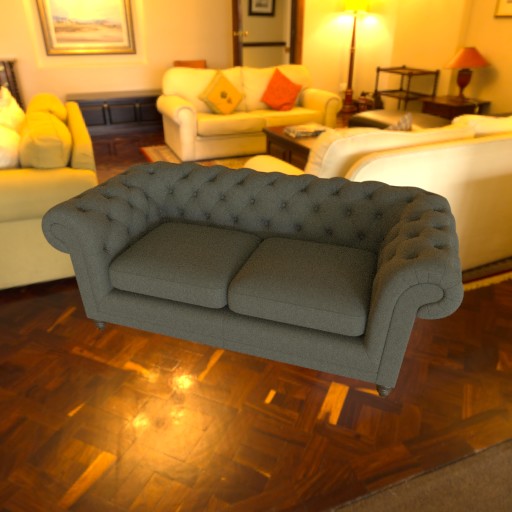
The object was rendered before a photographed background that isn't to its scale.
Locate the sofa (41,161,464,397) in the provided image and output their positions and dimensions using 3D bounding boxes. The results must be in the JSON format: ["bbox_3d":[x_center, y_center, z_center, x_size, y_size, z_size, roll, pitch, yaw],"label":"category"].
[{"bbox_3d":[0.000,0.000,2.470,1.998,0.764,0.986,9,29,17],"label":"sofa"}]
